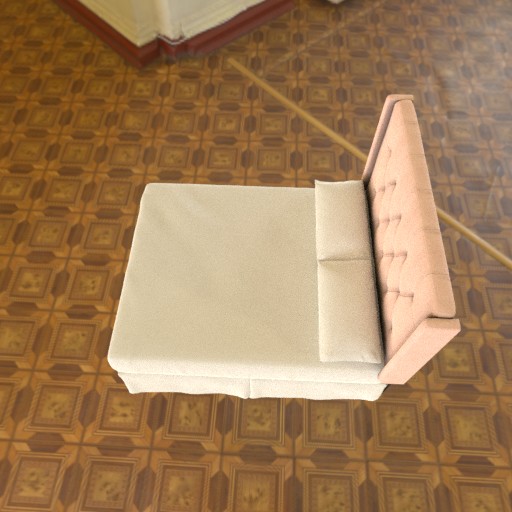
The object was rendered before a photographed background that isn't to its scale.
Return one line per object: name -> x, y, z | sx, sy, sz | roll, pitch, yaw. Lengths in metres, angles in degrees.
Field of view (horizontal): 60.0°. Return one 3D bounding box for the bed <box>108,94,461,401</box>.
bed -> 0.000, 0.000, 3.290 | 2.066, 1.665, 1.719 | 2, 59, 1
